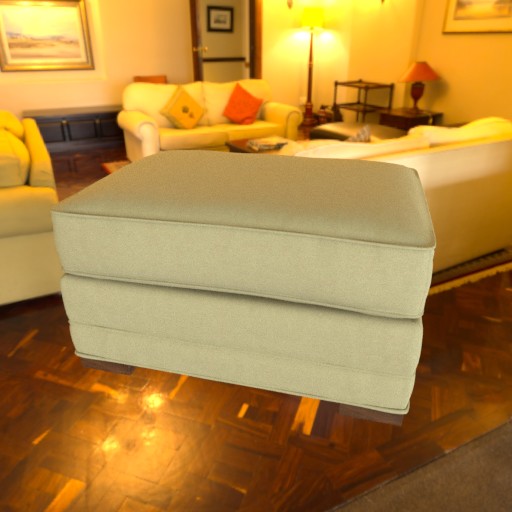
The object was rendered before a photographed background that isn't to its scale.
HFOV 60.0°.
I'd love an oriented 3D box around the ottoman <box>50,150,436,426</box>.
[{"bbox_3d":[0.000,0.000,1.216,0.848,0.482,0.611,6,27,13],"label":"ottoman"}]
